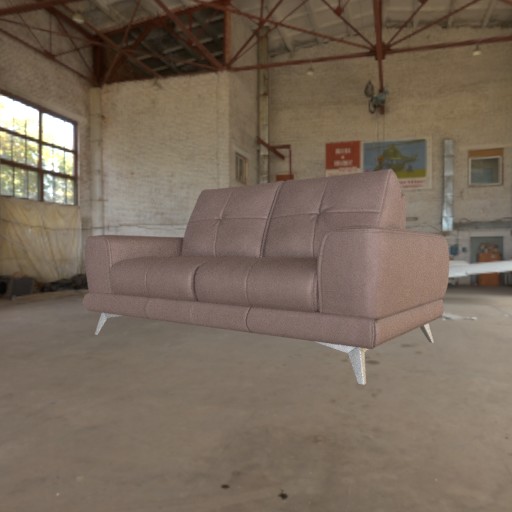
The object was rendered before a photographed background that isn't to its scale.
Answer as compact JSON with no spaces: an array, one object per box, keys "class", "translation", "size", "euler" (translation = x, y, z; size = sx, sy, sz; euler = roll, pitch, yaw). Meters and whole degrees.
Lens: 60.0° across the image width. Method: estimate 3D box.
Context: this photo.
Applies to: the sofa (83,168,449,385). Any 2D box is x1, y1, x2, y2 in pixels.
[{"class":"sofa","translation":[0.000,0.000,2.436],"size":[1.806,0.907,1.018],"euler":[0,1,36]}]
